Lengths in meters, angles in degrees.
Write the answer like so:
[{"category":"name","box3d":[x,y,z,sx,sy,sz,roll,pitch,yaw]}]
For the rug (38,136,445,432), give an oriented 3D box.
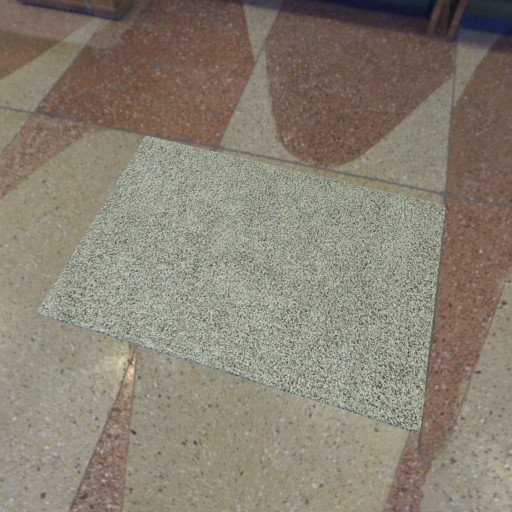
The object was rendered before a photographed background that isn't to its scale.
[{"category":"rug","box3d":[0.000,0.000,2.244,1.778,0.030,1.219,15,60,9]}]
